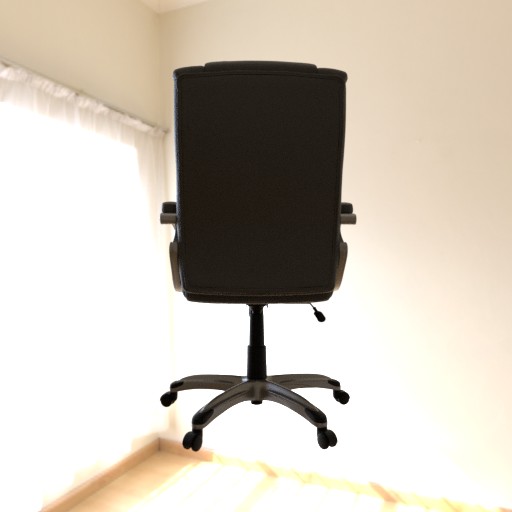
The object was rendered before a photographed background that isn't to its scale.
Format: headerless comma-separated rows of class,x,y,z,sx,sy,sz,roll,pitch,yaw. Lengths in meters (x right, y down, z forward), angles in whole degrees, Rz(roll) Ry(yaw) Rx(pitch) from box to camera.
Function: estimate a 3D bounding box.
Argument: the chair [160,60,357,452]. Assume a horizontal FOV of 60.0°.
chair,0.000,0.000,1.595,0.721,1.130,0.719,0,0,-1
